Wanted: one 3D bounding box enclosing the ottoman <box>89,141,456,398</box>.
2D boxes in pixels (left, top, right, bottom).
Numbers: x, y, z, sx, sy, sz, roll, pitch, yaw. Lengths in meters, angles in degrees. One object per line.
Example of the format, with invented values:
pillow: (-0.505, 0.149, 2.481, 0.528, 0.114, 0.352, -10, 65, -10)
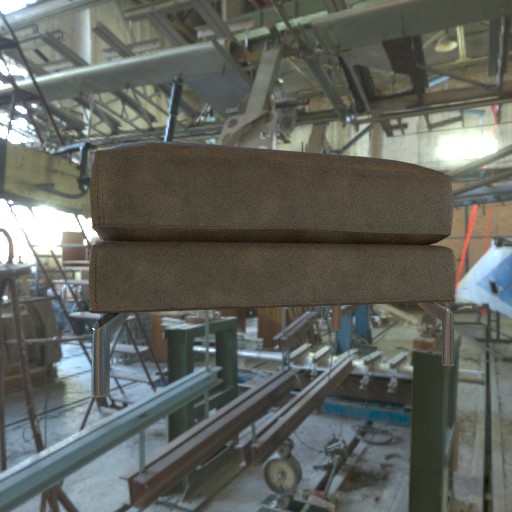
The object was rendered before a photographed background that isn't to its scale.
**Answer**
ottoman: (0.000, 0.000, 1.049, 0.719, 0.456, 0.520, 0, -1, -18)
